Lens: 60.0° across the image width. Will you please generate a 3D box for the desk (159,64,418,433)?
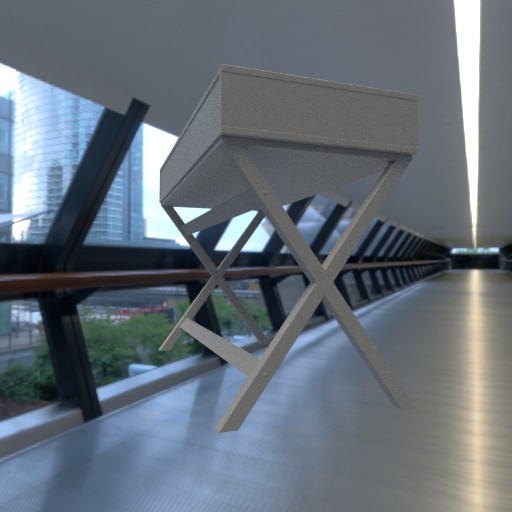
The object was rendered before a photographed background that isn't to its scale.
[{"bbox_3d":[0.000,0.000,1.514,0.525,0.780,1.057,1,-2,-19],"label":"desk"}]
